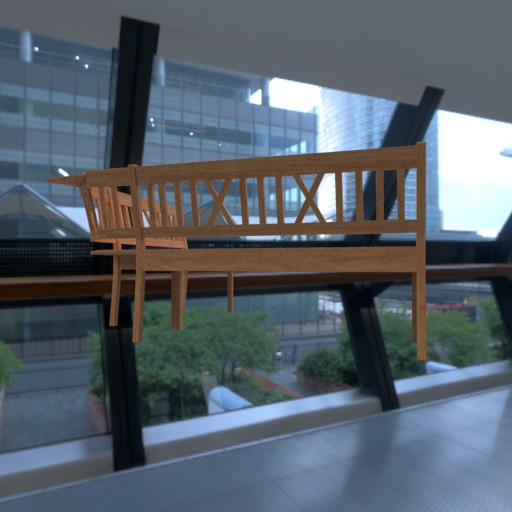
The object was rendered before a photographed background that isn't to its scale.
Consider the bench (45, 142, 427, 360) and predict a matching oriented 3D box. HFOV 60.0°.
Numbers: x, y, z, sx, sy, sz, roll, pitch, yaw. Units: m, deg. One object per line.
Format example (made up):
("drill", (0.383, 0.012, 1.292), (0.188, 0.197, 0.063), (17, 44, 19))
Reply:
("bench", (0.000, 0.000, 2.821), (1.937, 0.902, 1.537), (0, -1, 18))
